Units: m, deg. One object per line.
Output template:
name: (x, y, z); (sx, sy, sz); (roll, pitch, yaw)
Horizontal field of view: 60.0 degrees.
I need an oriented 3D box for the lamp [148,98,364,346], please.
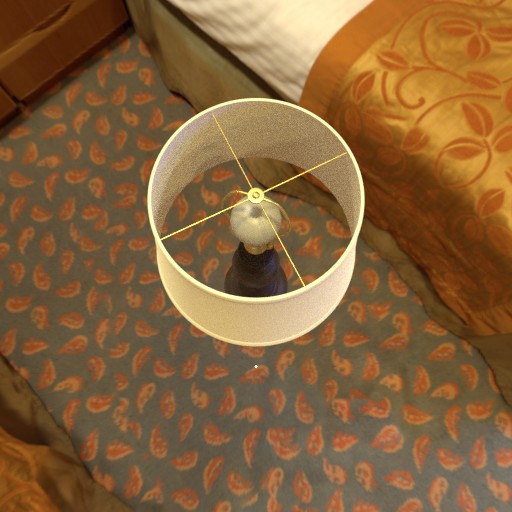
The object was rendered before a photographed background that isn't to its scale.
lamp: (0.000, 0.000, 0.821); (0.335, 0.611, 0.335); (0, 76, 0)
